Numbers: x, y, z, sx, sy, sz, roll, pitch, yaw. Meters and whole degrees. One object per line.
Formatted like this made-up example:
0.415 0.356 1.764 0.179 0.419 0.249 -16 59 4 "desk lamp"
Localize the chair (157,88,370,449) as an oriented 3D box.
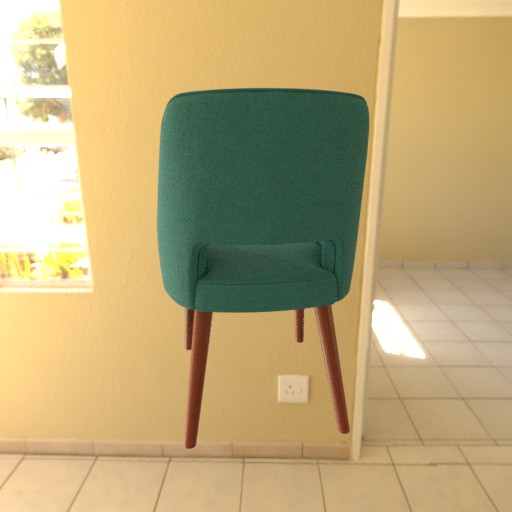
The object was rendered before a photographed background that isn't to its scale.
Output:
0.000 0.000 1.263 0.548 0.849 0.605 -2 16 -8 "chair"
